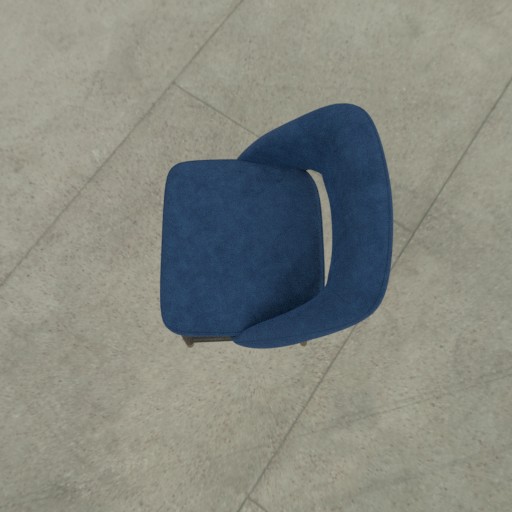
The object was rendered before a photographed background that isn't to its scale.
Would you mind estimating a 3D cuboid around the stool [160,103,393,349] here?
[{"bbox_3d":[0.000,0.000,1.273,0.524,0.925,0.536,-1,76,0],"label":"stool"}]
